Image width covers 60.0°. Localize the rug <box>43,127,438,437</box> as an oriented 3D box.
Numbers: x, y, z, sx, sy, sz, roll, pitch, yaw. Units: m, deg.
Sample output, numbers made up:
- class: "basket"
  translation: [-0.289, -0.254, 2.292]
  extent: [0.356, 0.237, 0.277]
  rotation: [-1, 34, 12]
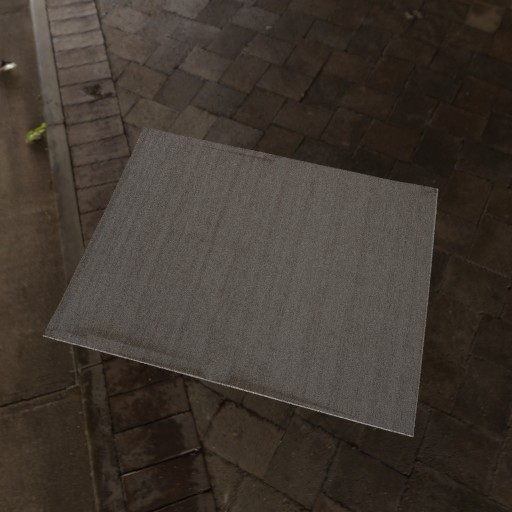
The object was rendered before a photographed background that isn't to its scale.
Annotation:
- class: "rug"
  translation: [0.000, 0.000, 4.913]
  extent: [3.778, 0.053, 2.873]
  rotation: [13, 64, 7]
